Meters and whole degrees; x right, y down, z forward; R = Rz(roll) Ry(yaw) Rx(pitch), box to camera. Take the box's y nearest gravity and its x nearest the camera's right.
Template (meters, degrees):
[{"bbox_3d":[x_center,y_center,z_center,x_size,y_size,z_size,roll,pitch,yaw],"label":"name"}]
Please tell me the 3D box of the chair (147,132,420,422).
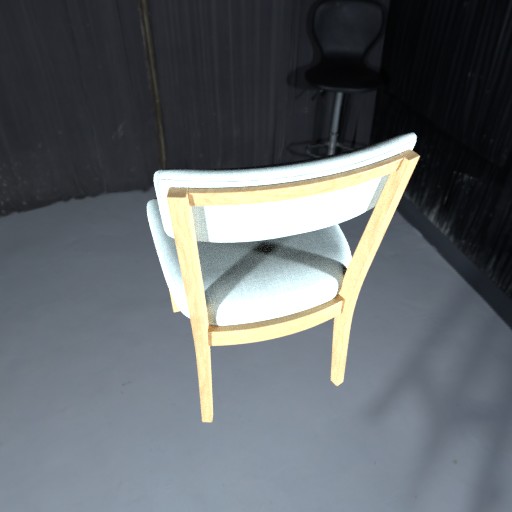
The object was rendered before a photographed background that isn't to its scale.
[{"bbox_3d":[0.000,0.000,1.185,0.508,0.832,0.572,-12,42,-13],"label":"chair"}]
